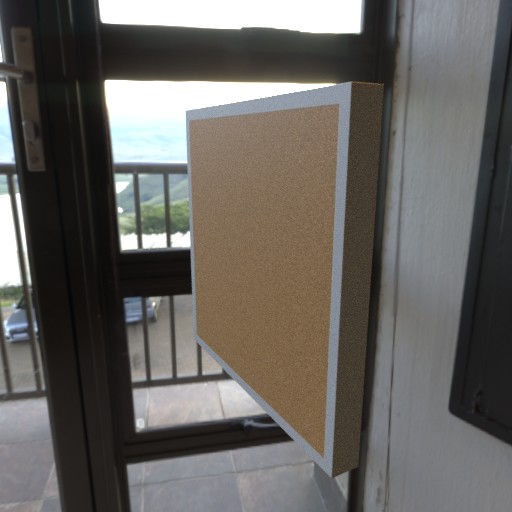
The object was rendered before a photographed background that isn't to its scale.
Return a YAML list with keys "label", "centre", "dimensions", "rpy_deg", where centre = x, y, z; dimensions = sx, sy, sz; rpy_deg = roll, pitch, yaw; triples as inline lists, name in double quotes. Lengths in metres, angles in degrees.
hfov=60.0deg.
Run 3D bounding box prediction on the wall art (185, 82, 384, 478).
- label: "wall art"
  centre: [0.000, 0.000, 0.614]
  dimensions: [0.038, 0.406, 0.406]
  rpy_deg: [-8, 16, -28]
